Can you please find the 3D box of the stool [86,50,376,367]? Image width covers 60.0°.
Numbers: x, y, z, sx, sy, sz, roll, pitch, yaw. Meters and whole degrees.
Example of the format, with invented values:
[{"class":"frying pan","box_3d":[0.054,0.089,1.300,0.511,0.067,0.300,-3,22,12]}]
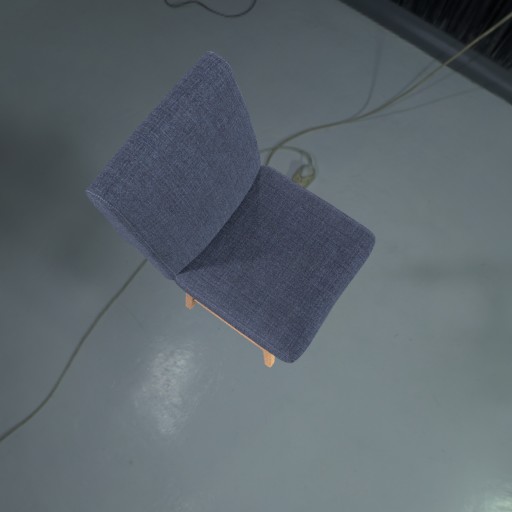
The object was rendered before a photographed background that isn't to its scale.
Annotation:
[{"class":"stool","box_3d":[0.000,0.000,1.405,0.570,1.112,0.483,35,78,8]}]
